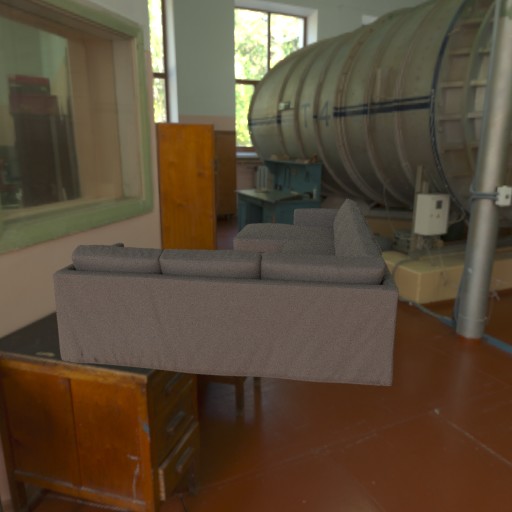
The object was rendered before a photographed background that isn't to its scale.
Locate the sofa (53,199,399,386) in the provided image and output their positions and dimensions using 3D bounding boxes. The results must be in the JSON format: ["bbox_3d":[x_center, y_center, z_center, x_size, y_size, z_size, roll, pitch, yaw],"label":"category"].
[{"bbox_3d":[0.000,0.000,4.710,2.476,0.878,3.528,2,15,9],"label":"sofa"}]
